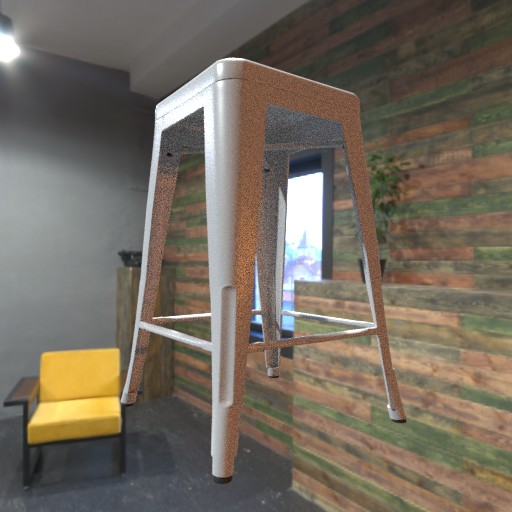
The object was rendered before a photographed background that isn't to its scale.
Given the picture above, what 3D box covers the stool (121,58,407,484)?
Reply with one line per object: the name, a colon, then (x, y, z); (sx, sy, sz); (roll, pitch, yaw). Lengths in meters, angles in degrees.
stool: (0.000, 0.000, 0.867); (0.406, 0.610, 0.406); (0, -1, -35)
